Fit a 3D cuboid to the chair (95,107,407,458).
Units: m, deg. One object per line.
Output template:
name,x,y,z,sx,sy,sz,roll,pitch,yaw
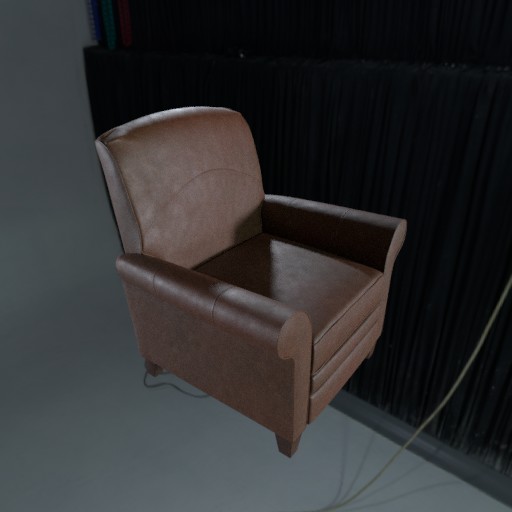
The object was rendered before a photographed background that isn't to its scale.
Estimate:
chair,0.000,0.000,1.786,0.902,1.061,0.978,19,32,32
